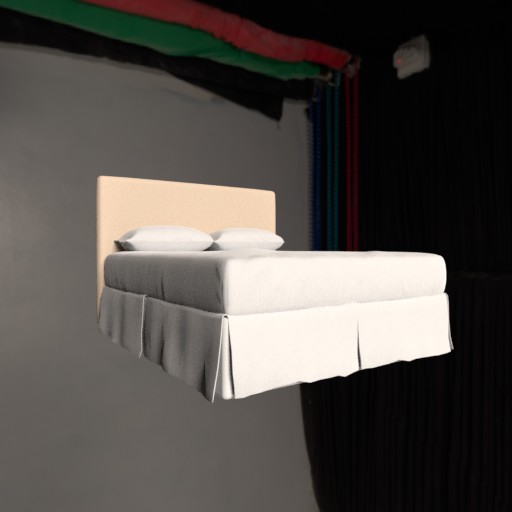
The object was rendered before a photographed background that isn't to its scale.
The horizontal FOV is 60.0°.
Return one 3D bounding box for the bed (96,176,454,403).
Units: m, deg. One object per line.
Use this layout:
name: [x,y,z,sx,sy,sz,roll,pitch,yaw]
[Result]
bed: [0.000,0.000,3.347,1.884,1.330,2.142,-1,1,-34]
